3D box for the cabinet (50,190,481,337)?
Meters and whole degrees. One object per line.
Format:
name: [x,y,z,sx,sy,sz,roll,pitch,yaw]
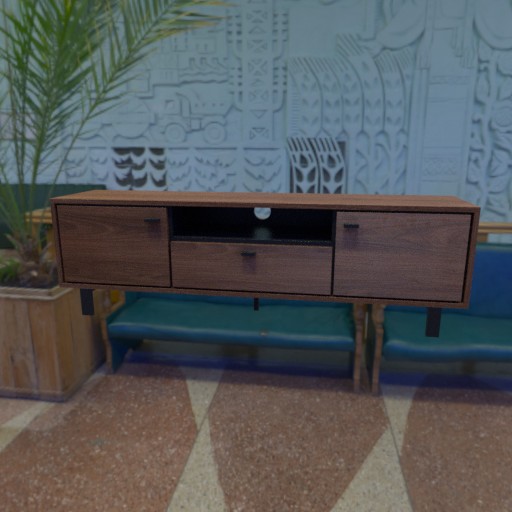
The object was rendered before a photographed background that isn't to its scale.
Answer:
cabinet: [0.000,0.000,1.901,1.650,0.500,0.400,2,14,9]
